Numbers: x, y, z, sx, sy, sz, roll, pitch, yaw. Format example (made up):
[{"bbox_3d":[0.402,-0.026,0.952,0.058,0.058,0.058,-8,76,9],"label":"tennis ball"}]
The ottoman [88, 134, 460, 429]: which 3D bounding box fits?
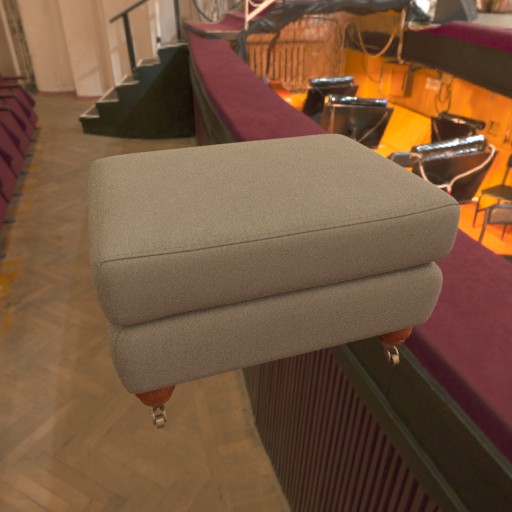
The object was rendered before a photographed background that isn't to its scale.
[{"bbox_3d":[0.000,0.000,1.154,0.773,0.499,0.569,-10,33,-16],"label":"ottoman"}]
